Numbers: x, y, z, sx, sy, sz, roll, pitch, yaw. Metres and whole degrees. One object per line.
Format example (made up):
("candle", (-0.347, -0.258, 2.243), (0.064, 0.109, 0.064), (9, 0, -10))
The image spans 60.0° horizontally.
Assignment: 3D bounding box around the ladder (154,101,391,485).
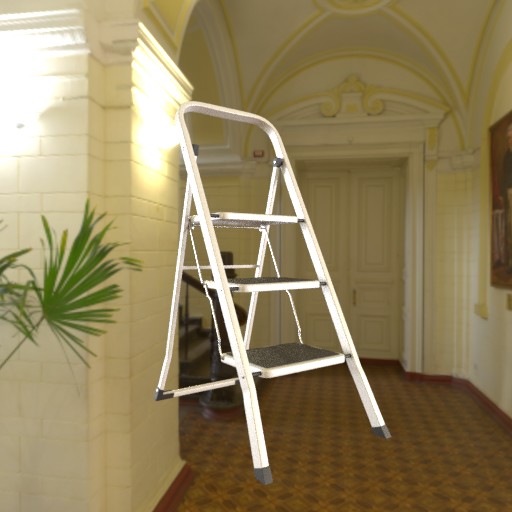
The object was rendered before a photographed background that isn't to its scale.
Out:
("ladder", (0.000, 0.000, 1.438), (0.460, 1.050, 0.711), (0, 1, -36))
